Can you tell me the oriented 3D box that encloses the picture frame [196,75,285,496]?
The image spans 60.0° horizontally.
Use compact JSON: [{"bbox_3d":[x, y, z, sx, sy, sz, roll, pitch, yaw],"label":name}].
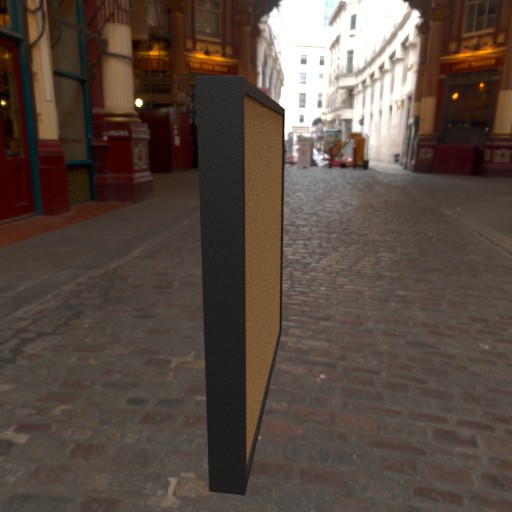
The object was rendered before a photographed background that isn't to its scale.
[{"bbox_3d":[0.000,0.000,0.472,0.030,0.317,0.317,2,15,8],"label":"picture frame"}]
